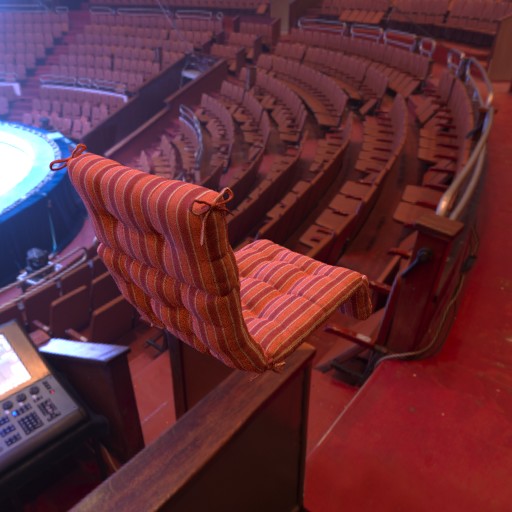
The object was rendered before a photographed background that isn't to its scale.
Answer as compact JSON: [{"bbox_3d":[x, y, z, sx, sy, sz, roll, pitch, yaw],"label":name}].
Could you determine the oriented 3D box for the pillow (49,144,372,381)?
[{"bbox_3d":[0.000,0.000,1.485,0.526,0.863,1.016,21,35,33],"label":"pillow"}]
